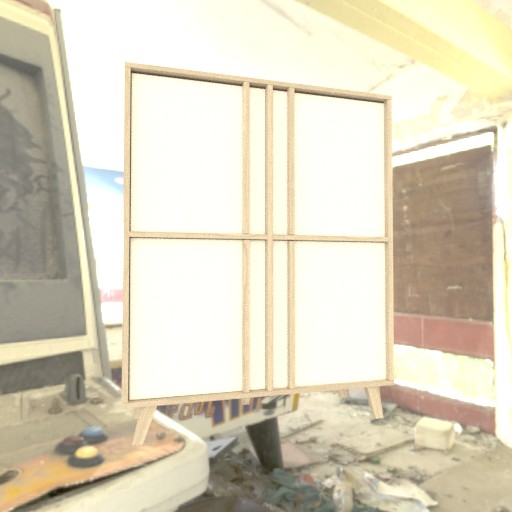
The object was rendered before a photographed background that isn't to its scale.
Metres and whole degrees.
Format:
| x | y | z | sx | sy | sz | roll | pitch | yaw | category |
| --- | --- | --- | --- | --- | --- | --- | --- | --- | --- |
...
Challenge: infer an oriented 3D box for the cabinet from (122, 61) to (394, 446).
| x | y | z | sx | sy | sz | roll | pitch | yaw | category |
| --- | --- | --- | --- | --- | --- | --- | --- | --- | --- |
| 0.000 | 0.000 | 1.932 | 1.111 | 1.388 | 0.398 | 0 | -2 | -17 | cabinet |
